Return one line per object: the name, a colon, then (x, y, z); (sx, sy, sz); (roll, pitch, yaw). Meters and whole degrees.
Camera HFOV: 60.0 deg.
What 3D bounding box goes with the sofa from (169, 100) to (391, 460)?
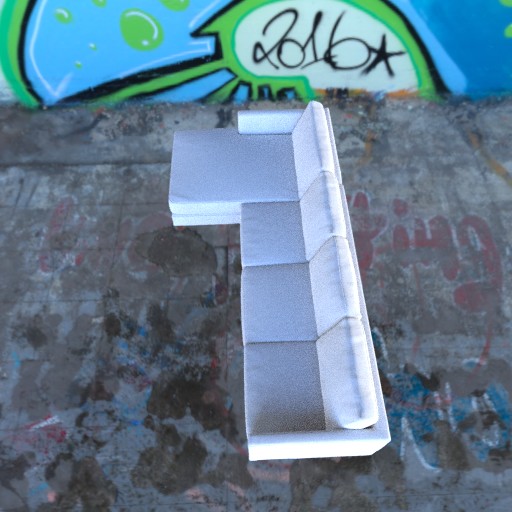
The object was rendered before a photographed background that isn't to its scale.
sofa: (0.000, 0.000, 3.865); (1.625, 0.861, 3.186); (-2, 59, -1)
